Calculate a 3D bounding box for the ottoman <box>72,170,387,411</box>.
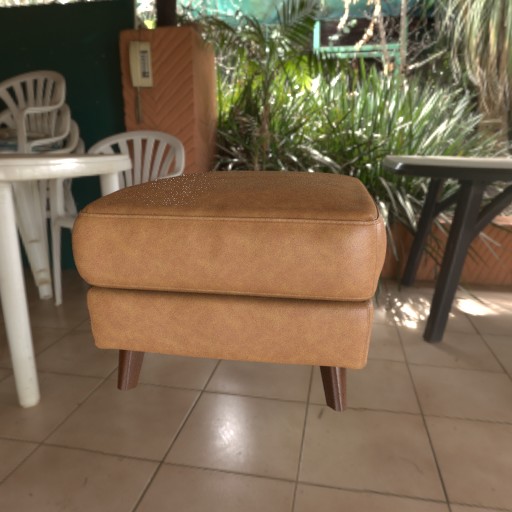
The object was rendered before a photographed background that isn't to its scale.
[{"bbox_3d":[0.000,0.000,1.241,0.630,0.461,0.869,2,15,9],"label":"ottoman"}]
